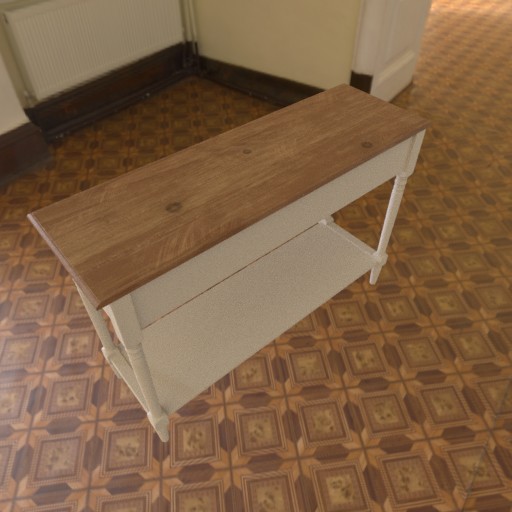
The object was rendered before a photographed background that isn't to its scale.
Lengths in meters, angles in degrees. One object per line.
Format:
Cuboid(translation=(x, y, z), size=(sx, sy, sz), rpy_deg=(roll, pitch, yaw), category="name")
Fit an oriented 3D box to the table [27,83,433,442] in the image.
Cuboid(translation=(0.000, 0.000, 1.593), size=(1.219, 0.800, 0.399), rpy_deg=(-31, 53, -27), category="table")
